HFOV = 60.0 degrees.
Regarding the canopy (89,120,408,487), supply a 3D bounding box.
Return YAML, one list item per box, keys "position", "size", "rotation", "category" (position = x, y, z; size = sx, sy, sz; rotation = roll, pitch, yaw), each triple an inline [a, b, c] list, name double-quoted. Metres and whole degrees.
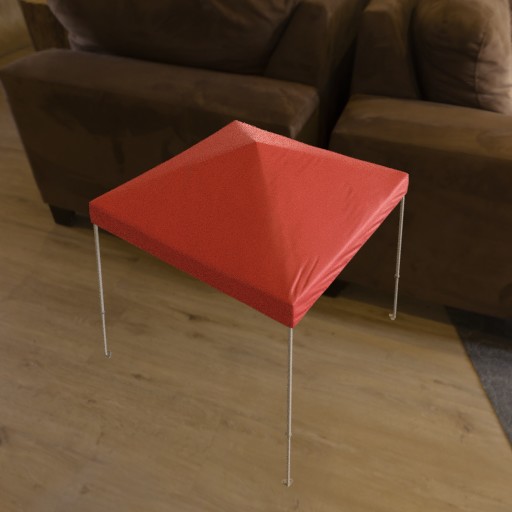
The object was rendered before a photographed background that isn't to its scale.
- position: [0.000, 0.000, 6.470]
  size: [3.599, 3.600, 3.600]
  rotation: [25, 47, 26]
  category: "canopy"
